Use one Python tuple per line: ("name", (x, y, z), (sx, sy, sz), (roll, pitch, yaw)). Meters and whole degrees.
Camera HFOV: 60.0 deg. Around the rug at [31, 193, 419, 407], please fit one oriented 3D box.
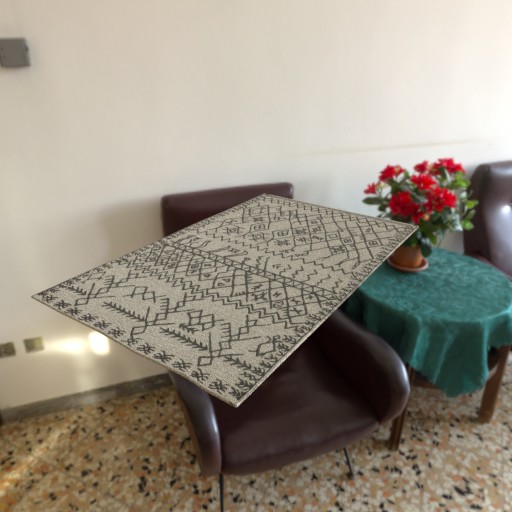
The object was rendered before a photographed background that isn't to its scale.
("rug", (0.000, 0.000, 4.873), (2.393, 0.019, 3.824), (17, 30, 31))
